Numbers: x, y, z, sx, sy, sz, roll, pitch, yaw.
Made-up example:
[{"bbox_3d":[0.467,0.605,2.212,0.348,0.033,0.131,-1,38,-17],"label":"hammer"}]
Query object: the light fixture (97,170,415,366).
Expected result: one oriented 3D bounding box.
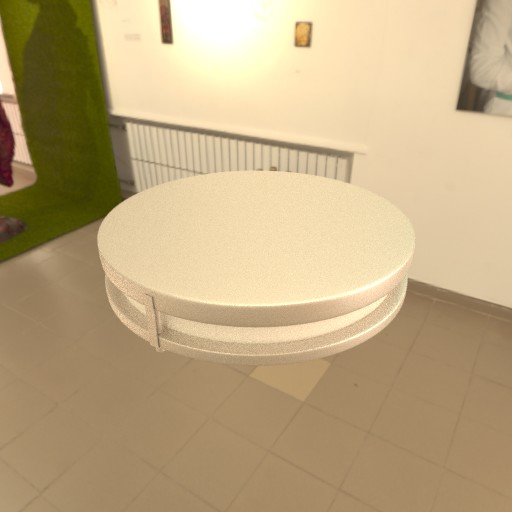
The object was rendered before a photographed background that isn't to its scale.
[{"bbox_3d":[0.000,0.000,0.540,0.356,0.102,0.356,0,29,0],"label":"light fixture"}]
